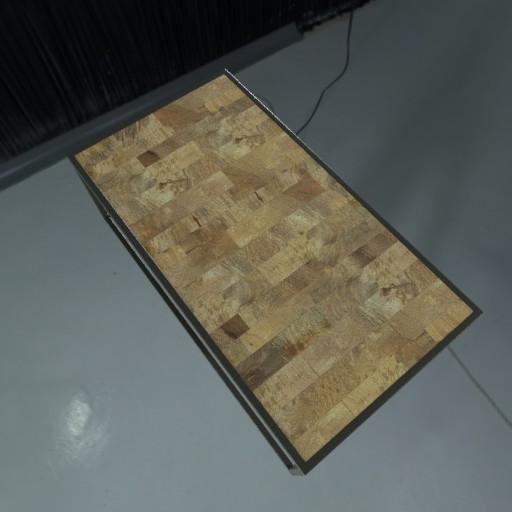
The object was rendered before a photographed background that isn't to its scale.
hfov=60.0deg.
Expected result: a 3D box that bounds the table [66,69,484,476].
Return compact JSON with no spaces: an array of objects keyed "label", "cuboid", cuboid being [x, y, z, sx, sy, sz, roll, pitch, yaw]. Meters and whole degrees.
[{"label":"table","cuboid":[0.000,0.000,1.510,0.649,0.398,1.199,-35,69,-16]}]
